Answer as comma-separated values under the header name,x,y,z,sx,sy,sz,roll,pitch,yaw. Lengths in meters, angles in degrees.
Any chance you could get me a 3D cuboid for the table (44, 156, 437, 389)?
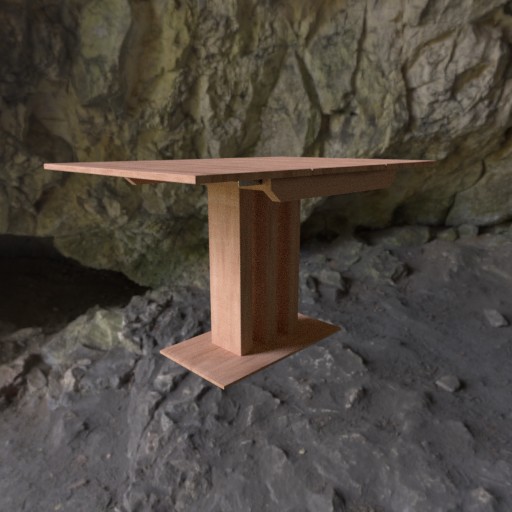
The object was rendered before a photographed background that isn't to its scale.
name,x,y,z,sx,sy,sz,roll,pitch,yaw
table,0.000,0.000,1.856,0.900,0.770,1.300,14,20,43
